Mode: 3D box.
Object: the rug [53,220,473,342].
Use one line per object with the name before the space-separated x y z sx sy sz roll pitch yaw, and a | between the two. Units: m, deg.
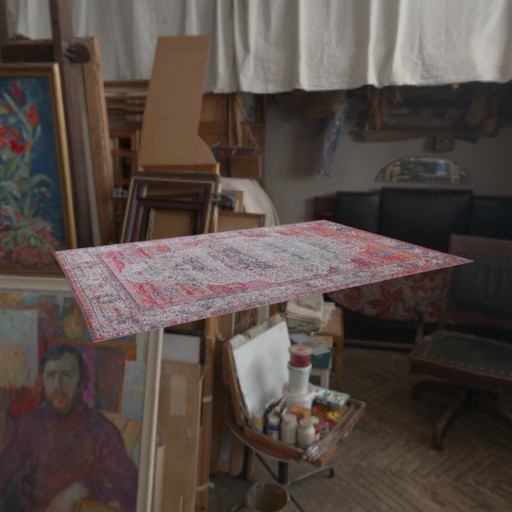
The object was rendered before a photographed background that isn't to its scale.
rug | 0.000 0.000 2.310 1.829 0.006 1.219 -9 18 -28
